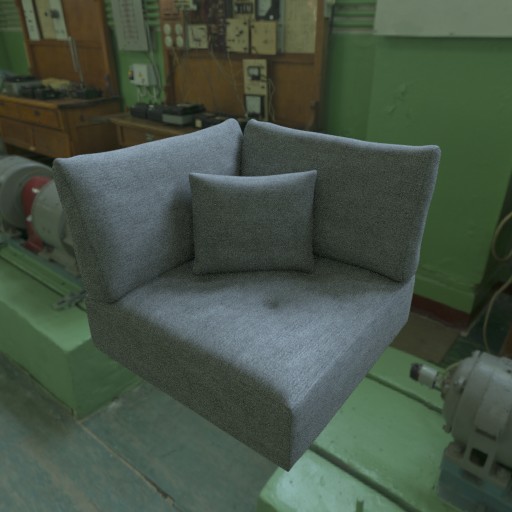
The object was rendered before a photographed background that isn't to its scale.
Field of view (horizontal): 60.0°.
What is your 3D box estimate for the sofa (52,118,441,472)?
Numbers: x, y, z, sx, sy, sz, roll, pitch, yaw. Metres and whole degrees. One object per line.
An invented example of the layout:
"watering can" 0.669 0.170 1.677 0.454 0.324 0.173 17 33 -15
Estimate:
"sofa" 0.000 0.000 1.717 1.000 0.820 1.000 19 33 33
